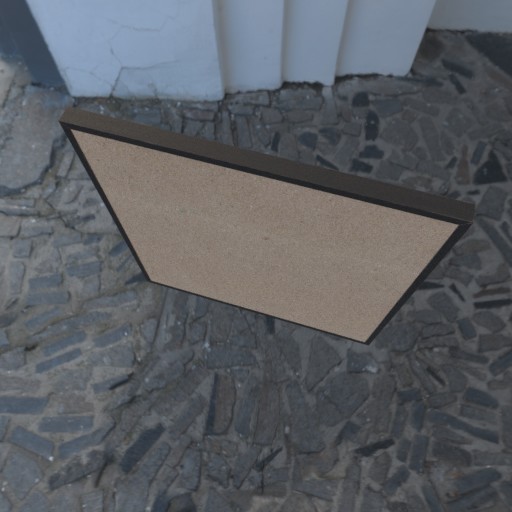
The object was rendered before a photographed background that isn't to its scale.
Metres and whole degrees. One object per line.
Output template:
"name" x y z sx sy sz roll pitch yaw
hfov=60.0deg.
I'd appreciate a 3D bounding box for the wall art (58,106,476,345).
"wall art" 0.000 0.000 1.128 0.762 0.762 0.038 15 64 7
